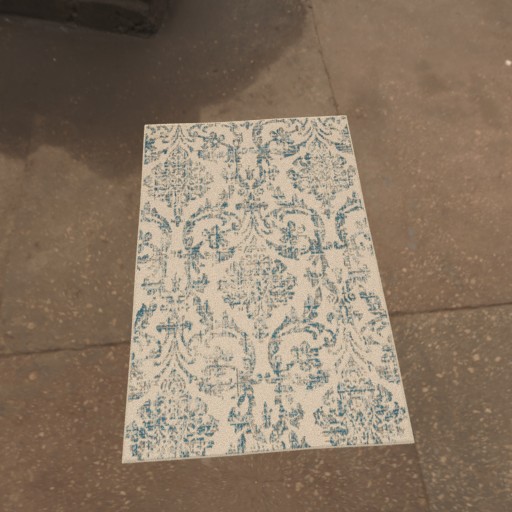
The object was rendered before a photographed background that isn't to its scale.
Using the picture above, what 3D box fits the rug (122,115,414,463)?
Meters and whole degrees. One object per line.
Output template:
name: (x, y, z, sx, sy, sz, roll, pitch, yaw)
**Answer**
rug: (0.000, 0.000, 2.243, 1.213, 0.012, 1.831, -3, 63, -2)
